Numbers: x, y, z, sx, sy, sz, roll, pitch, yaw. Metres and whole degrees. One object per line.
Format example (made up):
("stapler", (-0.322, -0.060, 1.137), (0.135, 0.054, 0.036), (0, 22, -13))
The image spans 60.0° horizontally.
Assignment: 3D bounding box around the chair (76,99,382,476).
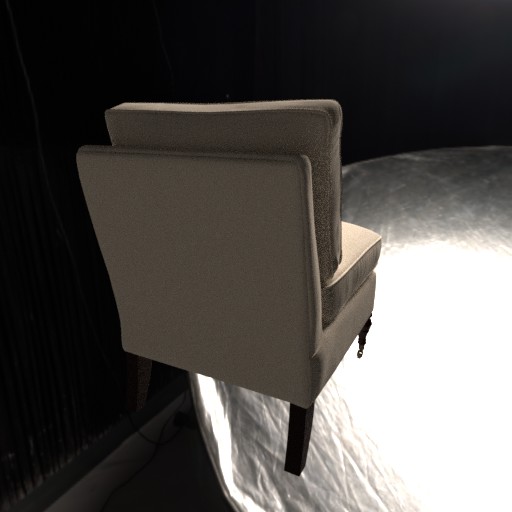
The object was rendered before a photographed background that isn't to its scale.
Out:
("chair", (0.000, 0.000, 1.359), (0.630, 0.887, 0.781), (9, 19, 27))
